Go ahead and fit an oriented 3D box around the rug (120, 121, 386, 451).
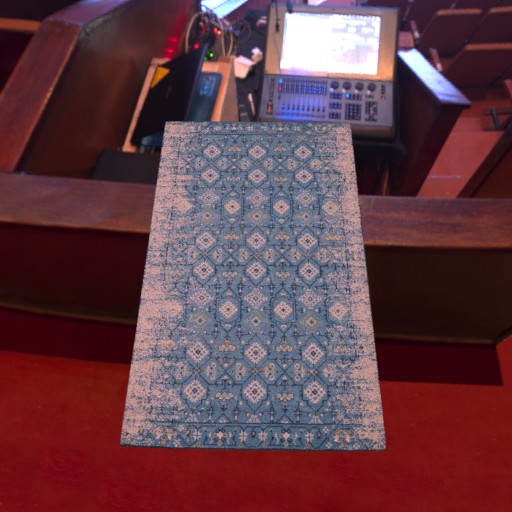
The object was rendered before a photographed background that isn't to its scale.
[{"bbox_3d":[0.000,0.000,2.229,1.102,0.008,1.795,1,63,0],"label":"rug"}]
